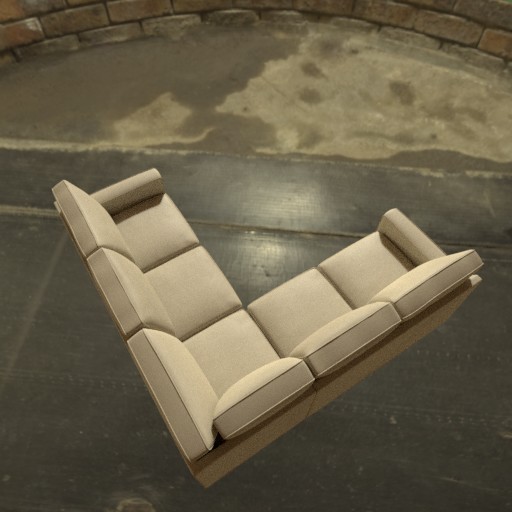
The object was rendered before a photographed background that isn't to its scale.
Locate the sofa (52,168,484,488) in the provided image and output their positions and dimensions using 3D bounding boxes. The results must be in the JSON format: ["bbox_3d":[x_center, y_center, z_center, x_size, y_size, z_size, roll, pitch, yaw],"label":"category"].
[{"bbox_3d":[0.000,0.000,3.298,2.182,0.939,2.189,-28,62,-17],"label":"sofa"}]
